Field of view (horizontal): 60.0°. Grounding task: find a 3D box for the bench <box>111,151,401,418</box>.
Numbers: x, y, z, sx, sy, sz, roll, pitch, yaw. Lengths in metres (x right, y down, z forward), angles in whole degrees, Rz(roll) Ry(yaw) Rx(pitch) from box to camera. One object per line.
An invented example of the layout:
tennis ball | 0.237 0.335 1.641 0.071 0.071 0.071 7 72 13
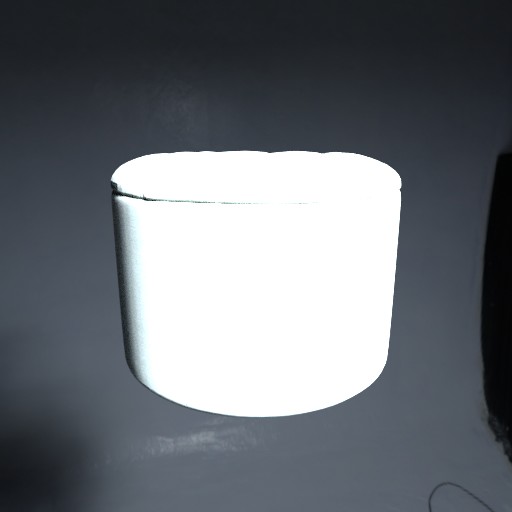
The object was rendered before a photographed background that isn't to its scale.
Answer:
bench | 0.000 0.000 0.998 0.600 0.453 0.600 0 15 0
